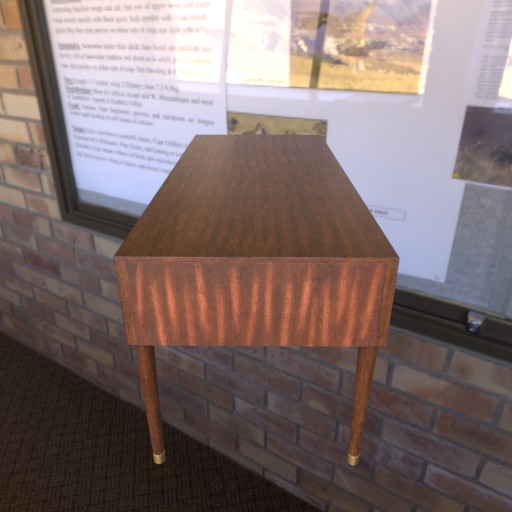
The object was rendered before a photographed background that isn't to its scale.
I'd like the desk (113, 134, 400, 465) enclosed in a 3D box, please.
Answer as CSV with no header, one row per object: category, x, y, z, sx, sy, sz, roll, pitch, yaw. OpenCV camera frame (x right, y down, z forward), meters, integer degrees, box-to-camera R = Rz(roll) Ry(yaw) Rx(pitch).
desk,0.000,0.000,1.972,0.724,0.762,1.575,0,26,0
